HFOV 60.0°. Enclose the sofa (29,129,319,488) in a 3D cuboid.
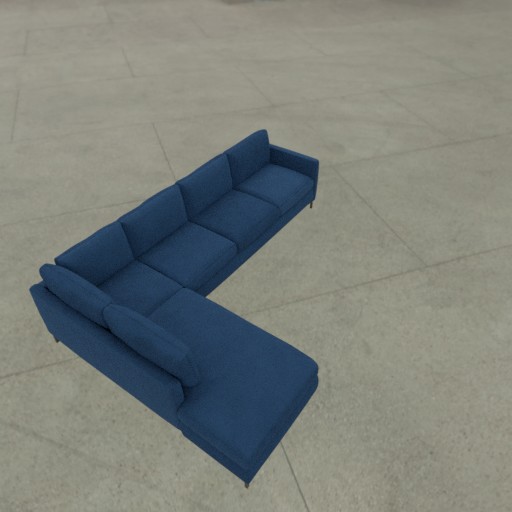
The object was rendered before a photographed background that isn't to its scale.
[{"bbox_3d":[0.000,0.000,3.779,2.007,0.815,2.949,25,47,26],"label":"sofa"}]
